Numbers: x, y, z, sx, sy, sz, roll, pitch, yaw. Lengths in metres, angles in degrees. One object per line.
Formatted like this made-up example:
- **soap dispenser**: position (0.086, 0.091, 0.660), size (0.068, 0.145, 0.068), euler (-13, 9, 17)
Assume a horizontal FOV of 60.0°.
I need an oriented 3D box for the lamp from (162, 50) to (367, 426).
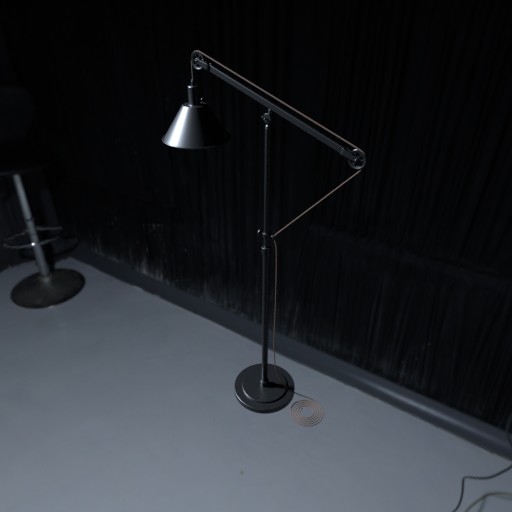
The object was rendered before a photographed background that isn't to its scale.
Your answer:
- **lamp**: position (0.000, 0.000, 1.964), size (0.904, 1.626, 0.319), euler (21, 37, 30)
